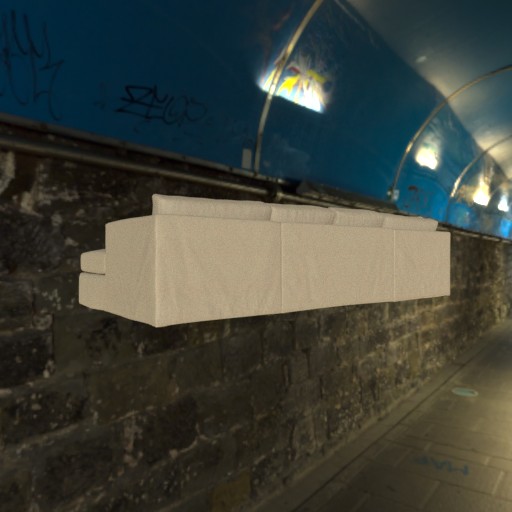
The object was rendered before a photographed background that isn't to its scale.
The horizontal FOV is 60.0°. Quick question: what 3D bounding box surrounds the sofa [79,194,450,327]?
[{"bbox_3d":[0.000,0.000,4.691,3.460,0.882,2.427,0,0,-38],"label":"sofa"}]
